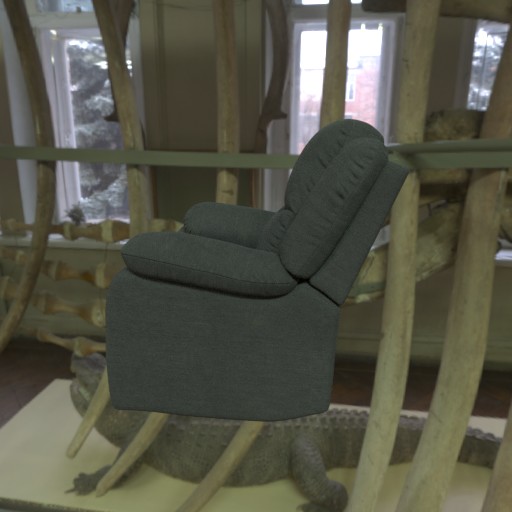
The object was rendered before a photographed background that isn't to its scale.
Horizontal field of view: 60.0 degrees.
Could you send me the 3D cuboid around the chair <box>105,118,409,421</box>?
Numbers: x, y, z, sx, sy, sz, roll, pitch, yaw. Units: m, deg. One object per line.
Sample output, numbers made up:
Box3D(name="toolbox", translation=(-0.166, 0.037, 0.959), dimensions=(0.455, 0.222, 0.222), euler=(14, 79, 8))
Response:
Box3D(name="chair", translation=(0.000, 0.000, 1.713), dimensions=(0.944, 1.008, 0.899), euler=(2, 15, 8))
